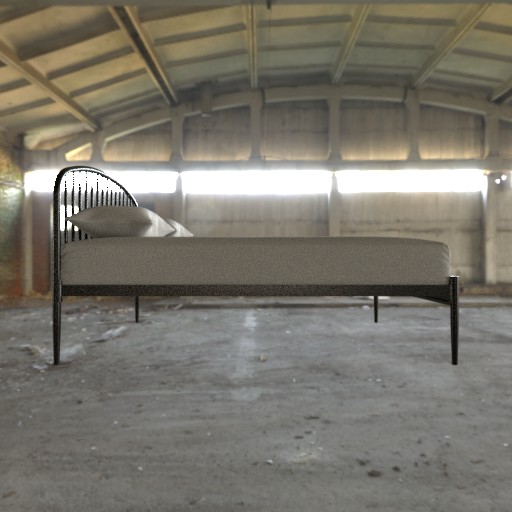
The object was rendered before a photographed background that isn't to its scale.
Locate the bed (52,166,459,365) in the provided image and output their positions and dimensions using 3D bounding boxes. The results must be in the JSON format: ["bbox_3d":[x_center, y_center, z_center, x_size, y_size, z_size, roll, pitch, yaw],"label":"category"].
[{"bbox_3d":[0.000,0.000,3.147,2.159,1.166,1.618,0,0,0],"label":"bed"}]
